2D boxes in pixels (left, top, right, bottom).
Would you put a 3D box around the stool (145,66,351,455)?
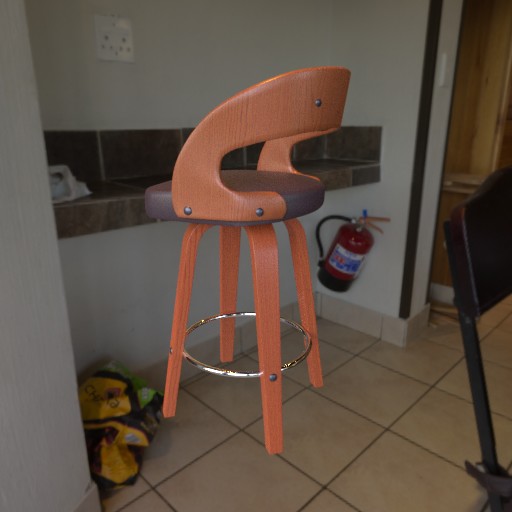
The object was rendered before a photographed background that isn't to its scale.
[{"bbox_3d":[0.000,0.000,1.222,0.457,0.940,0.457,8,19,25],"label":"stool"}]
